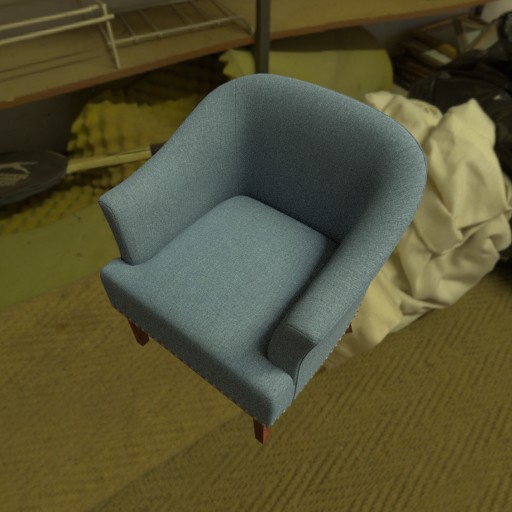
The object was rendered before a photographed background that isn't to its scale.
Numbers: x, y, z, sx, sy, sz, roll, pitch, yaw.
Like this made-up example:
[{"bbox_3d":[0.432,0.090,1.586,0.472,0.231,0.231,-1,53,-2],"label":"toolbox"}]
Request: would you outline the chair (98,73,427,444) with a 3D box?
[{"bbox_3d":[0.000,0.000,1.377,0.772,0.815,0.704,30,54,26],"label":"chair"}]
